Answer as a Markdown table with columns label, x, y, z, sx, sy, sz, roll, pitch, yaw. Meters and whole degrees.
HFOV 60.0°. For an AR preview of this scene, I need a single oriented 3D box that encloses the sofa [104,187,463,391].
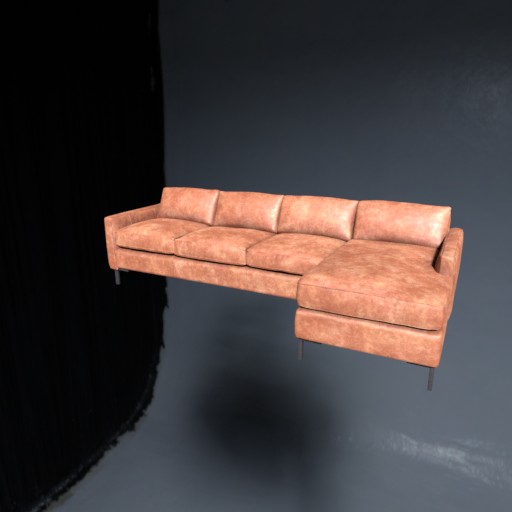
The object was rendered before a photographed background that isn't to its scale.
| label | x | y | z | sx | sy | sz | roll | pitch | yaw |
| --- | --- | --- | --- | --- | --- | --- | --- | --- | --- |
| sofa | 0.000 | 0.000 | 3.609 | 2.993 | 0.859 | 1.471 | 8 | 18 | 25 |
